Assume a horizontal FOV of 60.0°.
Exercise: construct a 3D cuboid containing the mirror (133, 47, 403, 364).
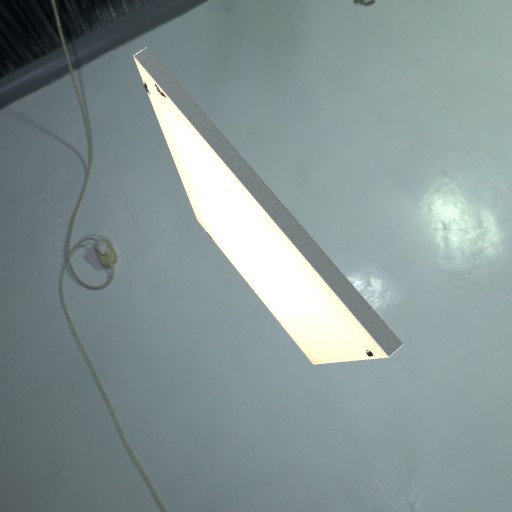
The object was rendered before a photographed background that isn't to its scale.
[{"bbox_3d":[0.000,0.000,1.319,0.040,1.016,0.762,-38,79,-9],"label":"mirror"}]
